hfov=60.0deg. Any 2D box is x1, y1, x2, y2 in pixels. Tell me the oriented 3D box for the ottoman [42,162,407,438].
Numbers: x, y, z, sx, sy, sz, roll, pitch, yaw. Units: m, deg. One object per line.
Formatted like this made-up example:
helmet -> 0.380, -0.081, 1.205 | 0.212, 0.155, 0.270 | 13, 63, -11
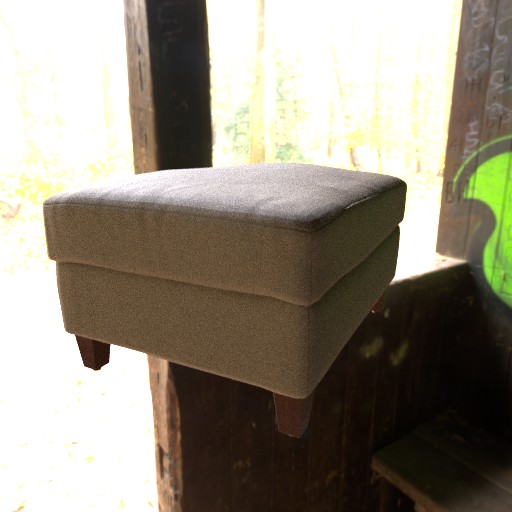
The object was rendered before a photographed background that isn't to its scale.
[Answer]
ottoman -> 0.000, 0.000, 1.285 | 0.692, 0.511, 0.902 | 8, 17, 27
